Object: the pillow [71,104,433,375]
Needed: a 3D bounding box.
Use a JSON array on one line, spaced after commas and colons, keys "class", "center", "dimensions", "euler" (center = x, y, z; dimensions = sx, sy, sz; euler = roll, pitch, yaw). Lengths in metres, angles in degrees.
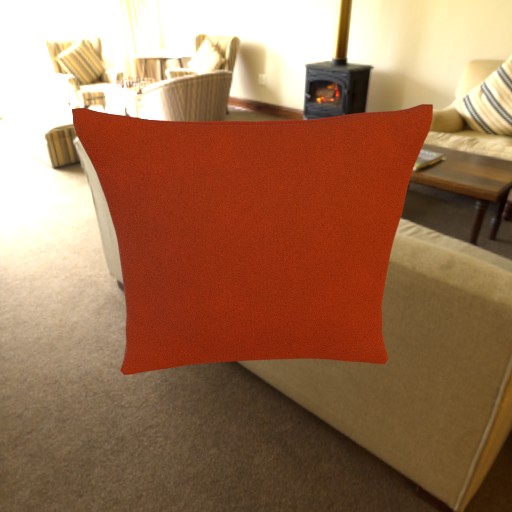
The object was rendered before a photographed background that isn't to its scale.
[{"class": "pillow", "center": [0.000, 0.000, 0.631], "dimensions": [0.435, 0.416, 0.151], "euler": [-2, 30, -3]}]
